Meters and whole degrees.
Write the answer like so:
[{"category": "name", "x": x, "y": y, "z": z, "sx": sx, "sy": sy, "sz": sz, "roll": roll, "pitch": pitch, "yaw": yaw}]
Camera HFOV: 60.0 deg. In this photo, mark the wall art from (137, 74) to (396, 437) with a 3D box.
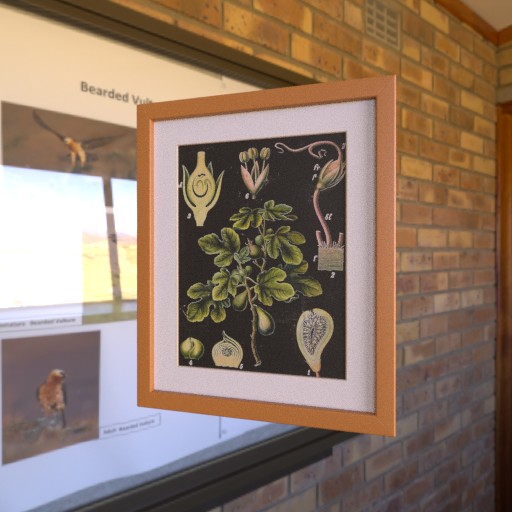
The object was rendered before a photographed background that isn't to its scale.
[{"category": "wall art", "x": 0.000, "y": 0.000, "z": 0.515, "sx": 0.310, "sy": 0.379, "sz": 0.015, "roll": 0, "pitch": 0, "yaw": 18}]
